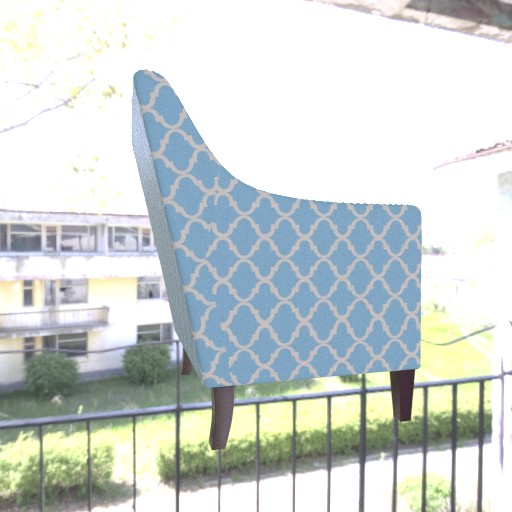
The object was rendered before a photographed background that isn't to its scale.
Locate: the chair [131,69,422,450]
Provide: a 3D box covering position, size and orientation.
[{"bbox_3d":[0.000,0.000,1.282,0.686,0.817,0.617,-1,2,-16],"label":"chair"}]
